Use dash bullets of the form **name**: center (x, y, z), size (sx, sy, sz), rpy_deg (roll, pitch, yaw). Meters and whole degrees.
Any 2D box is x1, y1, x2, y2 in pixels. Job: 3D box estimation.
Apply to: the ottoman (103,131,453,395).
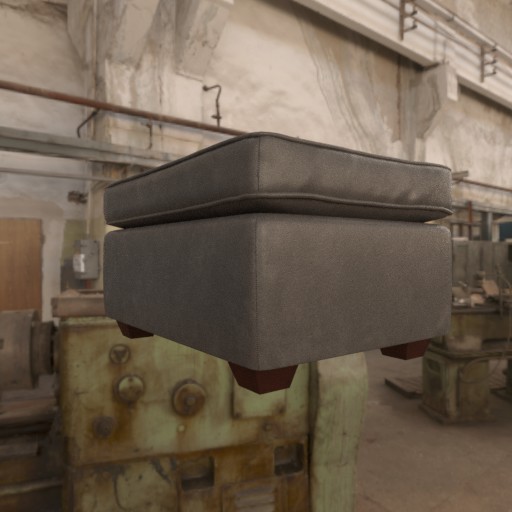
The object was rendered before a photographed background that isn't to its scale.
- **ottoman**: center (0.000, 0.000, 1.109), size (0.554, 0.445, 0.756), rpy_deg (0, 1, -36)
